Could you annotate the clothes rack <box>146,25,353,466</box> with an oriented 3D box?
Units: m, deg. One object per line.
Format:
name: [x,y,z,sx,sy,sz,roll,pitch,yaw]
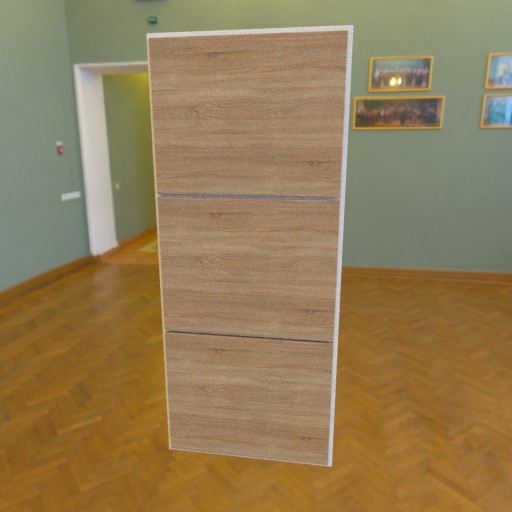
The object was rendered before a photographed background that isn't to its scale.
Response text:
clothes rack: [0.000,0.000,1.344,0.500,1.187,0.331,2,14,9]
